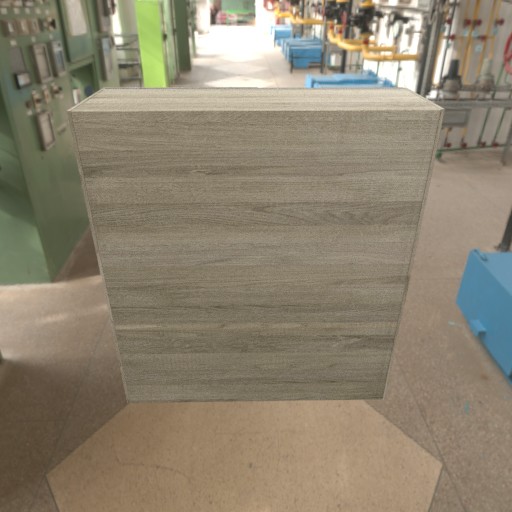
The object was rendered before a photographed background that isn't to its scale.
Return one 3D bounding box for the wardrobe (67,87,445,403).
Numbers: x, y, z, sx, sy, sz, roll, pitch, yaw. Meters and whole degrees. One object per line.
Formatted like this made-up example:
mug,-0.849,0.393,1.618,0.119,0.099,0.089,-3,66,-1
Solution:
wardrobe,0.000,0.000,2.842,1.780,1.960,0.629,-1,30,-1
